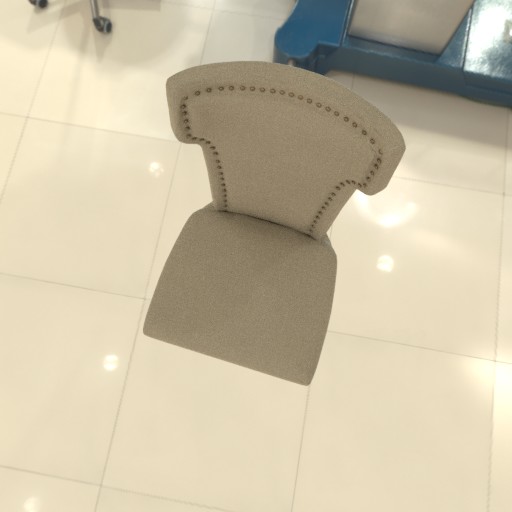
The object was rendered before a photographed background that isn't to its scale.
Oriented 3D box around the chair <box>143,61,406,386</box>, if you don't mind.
[{"bbox_3d":[0.000,0.000,1.306,0.526,0.955,0.630,17,77,4],"label":"chair"}]
